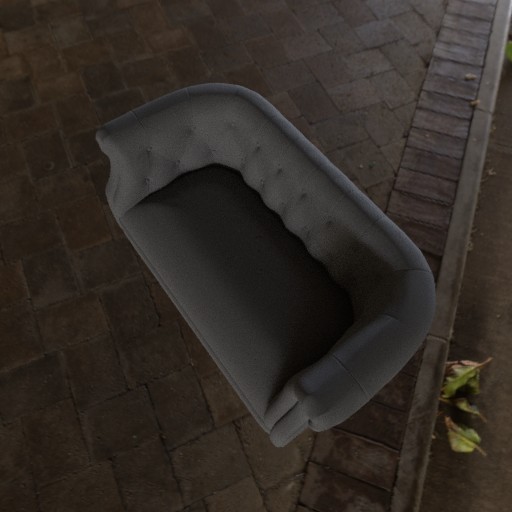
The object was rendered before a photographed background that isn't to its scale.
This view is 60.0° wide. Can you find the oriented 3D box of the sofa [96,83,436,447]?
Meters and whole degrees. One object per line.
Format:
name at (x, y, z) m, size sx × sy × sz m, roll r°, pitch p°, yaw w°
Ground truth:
sofa at (0.000, 0.000, 2.055) m, size 0.835 × 0.827 × 1.558 m, roll -34°, pitch 68°, yaw -16°
